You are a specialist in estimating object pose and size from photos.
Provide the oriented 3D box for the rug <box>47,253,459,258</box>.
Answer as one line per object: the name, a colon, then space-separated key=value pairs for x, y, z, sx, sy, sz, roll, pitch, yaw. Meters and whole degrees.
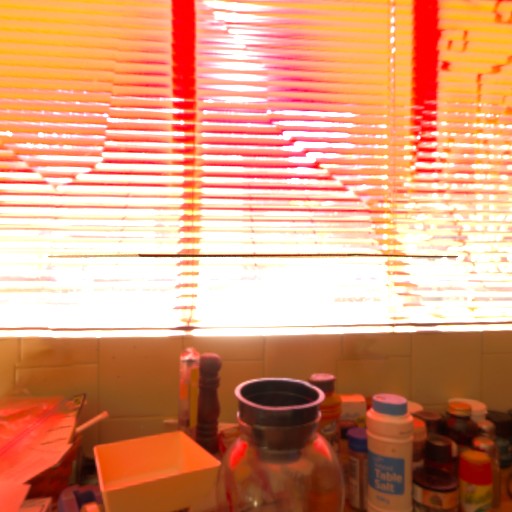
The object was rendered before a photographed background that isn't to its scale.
rug: x=0.000 y=0.000 z=3.050 sx=2.338 sy=0.030 sz=1.616 roll=0 pitch=0 yaw=-37
